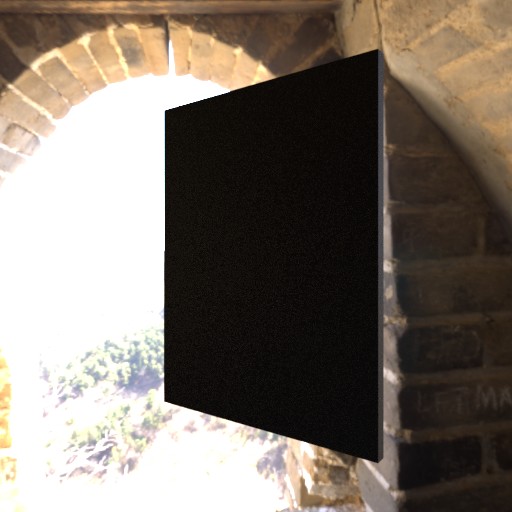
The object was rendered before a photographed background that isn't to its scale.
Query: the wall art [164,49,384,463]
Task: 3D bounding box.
[{"bbox_3d":[0.000,0.000,1.389,0.806,1.062,0.038,0,0,36],"label":"wall art"}]
